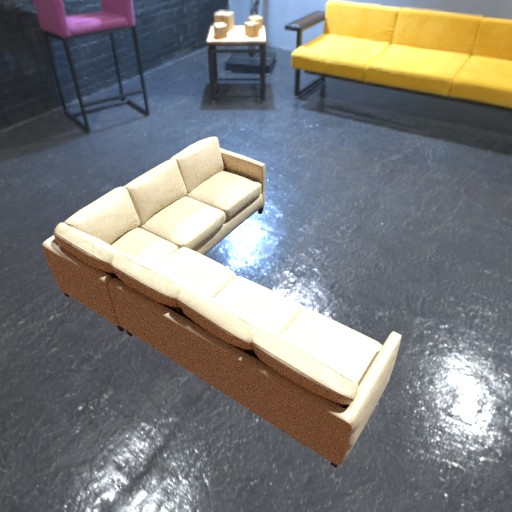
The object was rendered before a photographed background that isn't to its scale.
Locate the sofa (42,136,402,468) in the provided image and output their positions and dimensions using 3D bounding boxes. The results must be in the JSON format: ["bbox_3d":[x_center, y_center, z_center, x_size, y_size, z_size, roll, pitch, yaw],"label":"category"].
[{"bbox_3d":[0.000,0.000,4.493,3.302,0.947,2.593,24,46,26],"label":"sofa"}]
